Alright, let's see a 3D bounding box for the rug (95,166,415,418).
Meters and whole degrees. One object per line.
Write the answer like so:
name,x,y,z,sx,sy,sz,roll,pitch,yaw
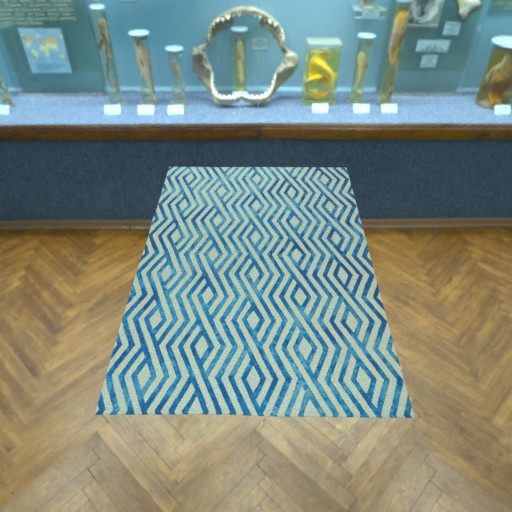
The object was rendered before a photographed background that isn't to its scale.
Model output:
rug,0.000,0.000,2.370,1.225,0.008,1.830,0,42,0
